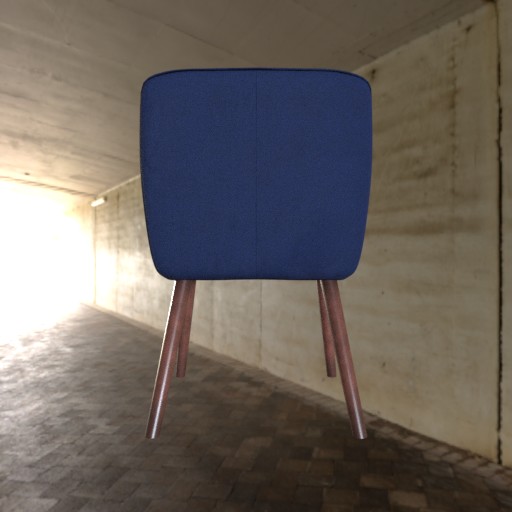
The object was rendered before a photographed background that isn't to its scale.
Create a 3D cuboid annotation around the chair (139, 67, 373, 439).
[{"bbox_3d":[0.000,0.000,1.246,0.600,0.820,0.600,0,0,0],"label":"chair"}]
